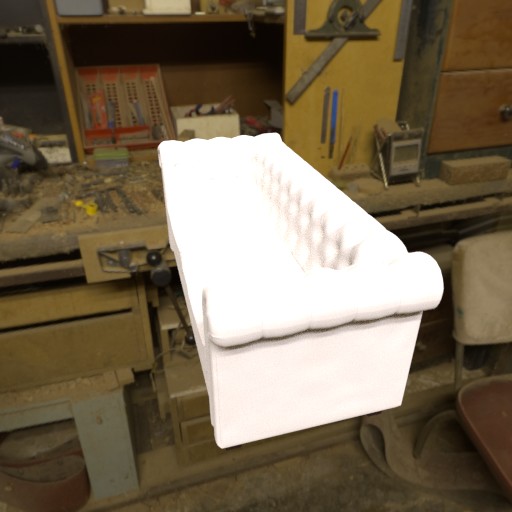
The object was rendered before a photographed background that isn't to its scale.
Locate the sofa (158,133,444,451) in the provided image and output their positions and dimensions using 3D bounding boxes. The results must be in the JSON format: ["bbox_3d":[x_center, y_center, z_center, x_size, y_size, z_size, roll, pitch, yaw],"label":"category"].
[{"bbox_3d":[0.000,0.000,2.234,0.771,0.796,1.798,-8,31,-13],"label":"sofa"}]
